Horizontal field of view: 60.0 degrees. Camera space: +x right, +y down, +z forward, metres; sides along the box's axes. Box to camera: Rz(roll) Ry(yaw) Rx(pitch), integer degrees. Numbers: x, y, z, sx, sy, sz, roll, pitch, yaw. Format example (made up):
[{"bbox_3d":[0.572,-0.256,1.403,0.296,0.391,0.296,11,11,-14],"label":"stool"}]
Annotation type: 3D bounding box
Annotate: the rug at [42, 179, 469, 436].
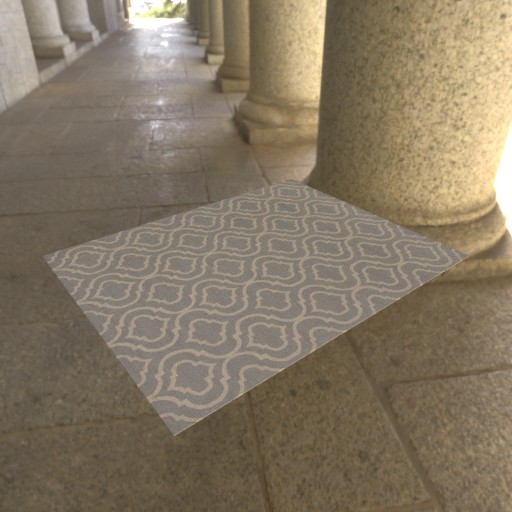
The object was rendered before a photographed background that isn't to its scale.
[{"bbox_3d":[0.000,0.000,3.823,2.892,0.006,2.283,-22,38,-32],"label":"rug"}]
